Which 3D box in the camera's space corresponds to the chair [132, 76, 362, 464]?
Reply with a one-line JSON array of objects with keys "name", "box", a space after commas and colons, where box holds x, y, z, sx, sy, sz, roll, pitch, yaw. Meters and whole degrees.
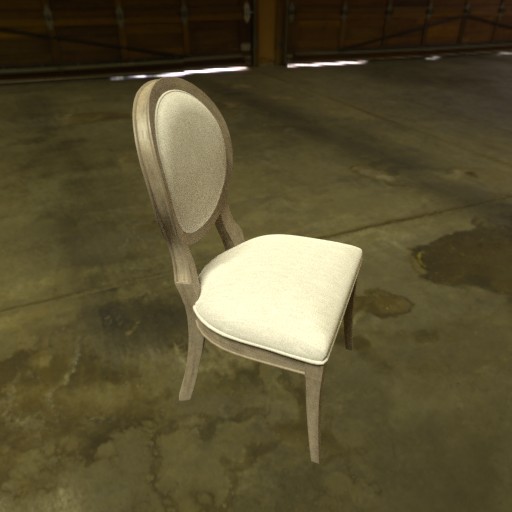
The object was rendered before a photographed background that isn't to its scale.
[{"name": "chair", "box": [0.000, 0.000, 1.348, 0.602, 0.990, 0.558, 11, 33, 18]}]
